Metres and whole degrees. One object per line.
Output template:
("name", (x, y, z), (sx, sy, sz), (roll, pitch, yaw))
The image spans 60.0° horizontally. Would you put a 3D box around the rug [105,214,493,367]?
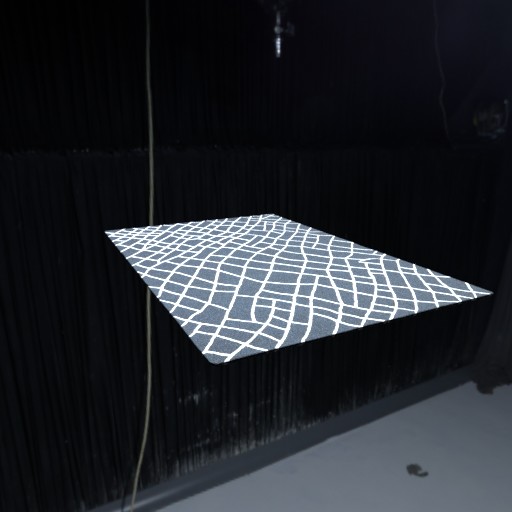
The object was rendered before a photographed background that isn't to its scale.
("rug", (0.000, 0.000, 2.291), (1.223, 0.013, 1.830), (-8, 19, -26))
